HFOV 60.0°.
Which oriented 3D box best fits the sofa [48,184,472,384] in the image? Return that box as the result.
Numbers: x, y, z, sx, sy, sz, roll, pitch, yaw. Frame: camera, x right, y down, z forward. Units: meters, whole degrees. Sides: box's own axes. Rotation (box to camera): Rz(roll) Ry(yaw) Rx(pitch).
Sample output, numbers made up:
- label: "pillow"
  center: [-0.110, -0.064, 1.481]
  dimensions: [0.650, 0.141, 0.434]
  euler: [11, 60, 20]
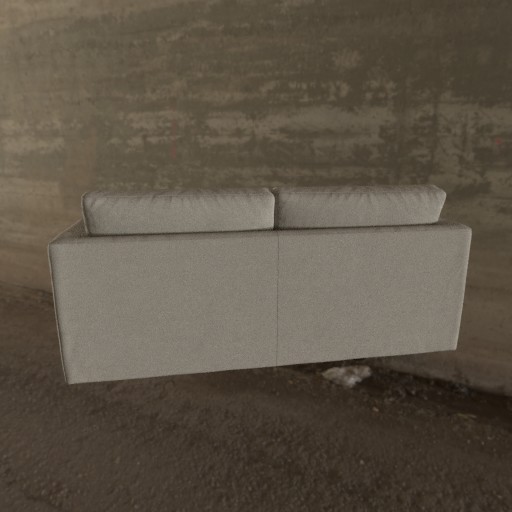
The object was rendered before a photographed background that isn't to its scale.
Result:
- label: "sofa"
  center: [0.000, 0.000, 2.496]
  dimensions: [1.905, 0.839, 1.091]
  euler: [-3, 15, -10]
